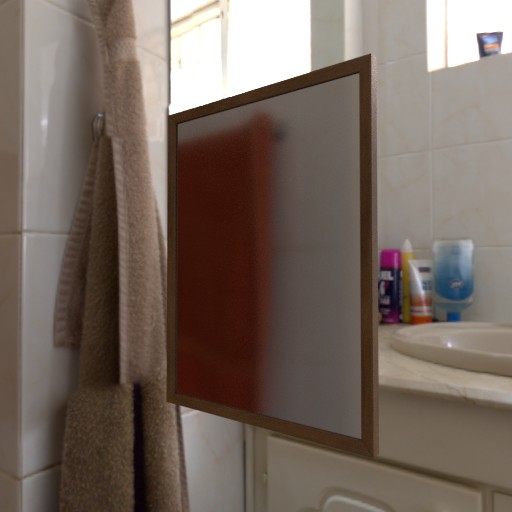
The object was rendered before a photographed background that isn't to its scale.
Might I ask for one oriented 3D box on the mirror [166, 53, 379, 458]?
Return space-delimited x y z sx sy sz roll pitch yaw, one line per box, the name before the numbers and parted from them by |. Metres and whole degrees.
mirror | 0.000 0.000 1.356 0.762 1.016 0.040 -1 -2 37
